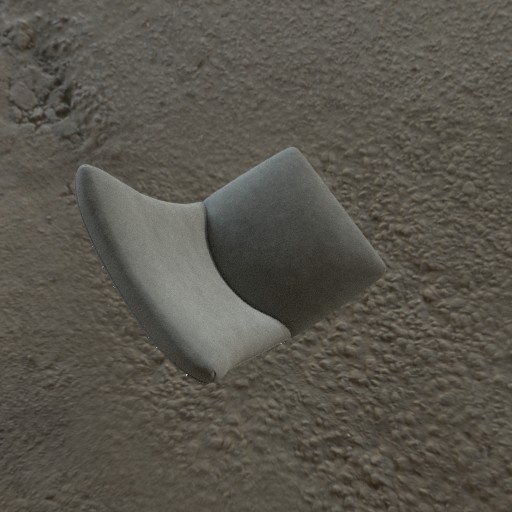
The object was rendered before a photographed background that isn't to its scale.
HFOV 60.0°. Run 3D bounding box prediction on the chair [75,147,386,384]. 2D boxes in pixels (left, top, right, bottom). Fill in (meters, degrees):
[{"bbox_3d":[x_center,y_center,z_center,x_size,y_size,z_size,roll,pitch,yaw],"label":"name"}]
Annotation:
[{"bbox_3d":[0.000,0.000,1.246,0.610,0.902,0.495,-33,78,-8],"label":"chair"}]
